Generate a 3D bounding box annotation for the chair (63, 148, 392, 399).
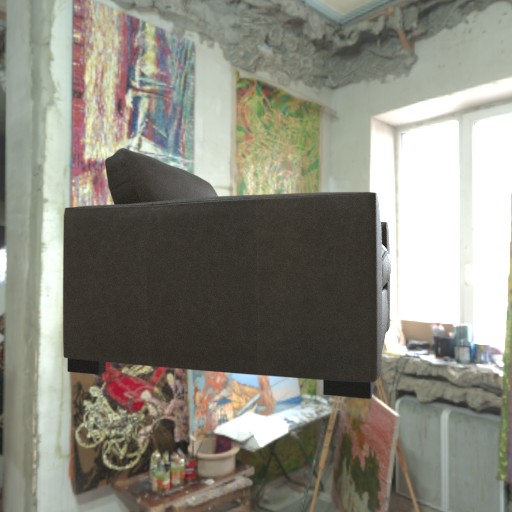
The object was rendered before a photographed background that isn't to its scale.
[{"bbox_3d":[0.000,0.000,1.853,1.080,0.807,1.106,0,-1,18],"label":"chair"}]
